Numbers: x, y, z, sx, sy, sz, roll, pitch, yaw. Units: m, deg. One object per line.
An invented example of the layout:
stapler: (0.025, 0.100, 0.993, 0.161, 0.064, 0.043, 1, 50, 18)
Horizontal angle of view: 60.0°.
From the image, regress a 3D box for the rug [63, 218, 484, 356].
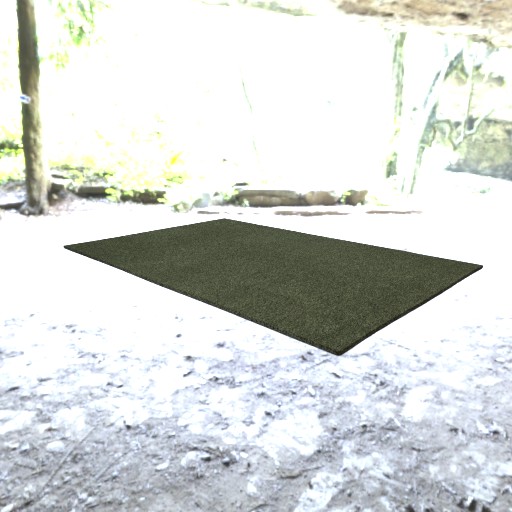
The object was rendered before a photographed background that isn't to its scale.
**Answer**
rug: (0.000, 0.000, 3.381, 2.699, 0.026, 1.802, 14, 21, 42)
